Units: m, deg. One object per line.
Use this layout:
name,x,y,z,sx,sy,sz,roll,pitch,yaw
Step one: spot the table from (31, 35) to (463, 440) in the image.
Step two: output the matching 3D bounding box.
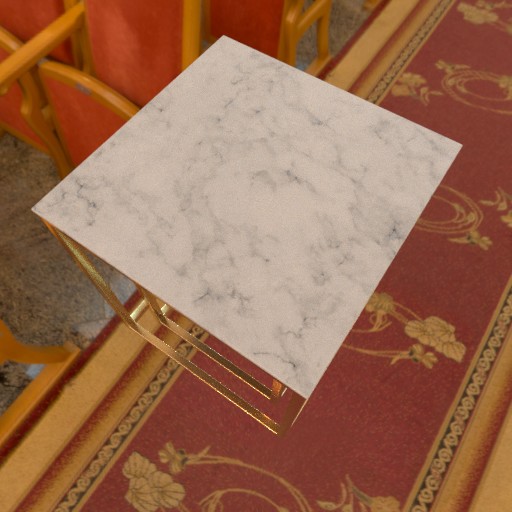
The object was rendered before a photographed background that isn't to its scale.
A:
table,0.000,0.000,0.863,0.450,0.500,0.450,31,66,15
